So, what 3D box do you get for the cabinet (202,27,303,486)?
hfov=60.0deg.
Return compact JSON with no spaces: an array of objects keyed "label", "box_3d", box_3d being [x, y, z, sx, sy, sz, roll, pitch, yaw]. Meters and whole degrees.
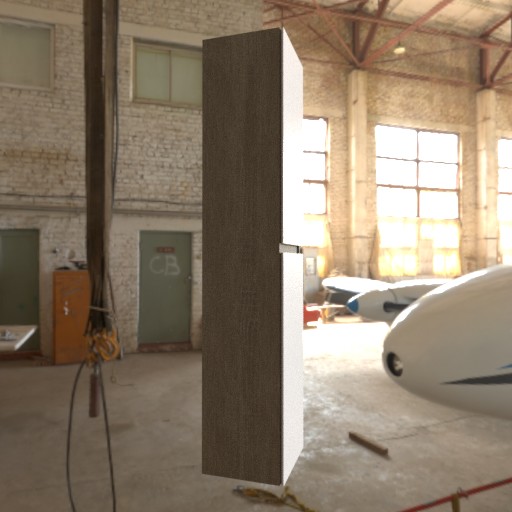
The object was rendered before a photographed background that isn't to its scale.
[{"label":"cabinet","box_3d":[0.000,0.000,1.533,0.270,1.400,0.300,0,-1,18]}]
